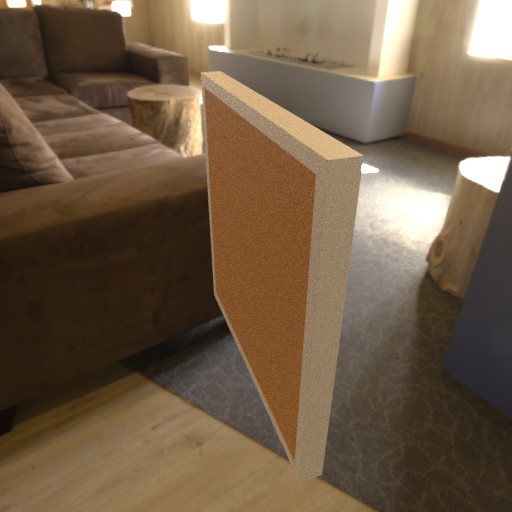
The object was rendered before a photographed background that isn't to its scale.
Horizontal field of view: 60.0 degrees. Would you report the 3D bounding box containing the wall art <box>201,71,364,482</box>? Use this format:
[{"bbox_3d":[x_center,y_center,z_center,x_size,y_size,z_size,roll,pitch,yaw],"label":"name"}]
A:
[{"bbox_3d":[0.000,0.000,0.751,0.038,0.508,0.507,-10,33,-16],"label":"wall art"}]
